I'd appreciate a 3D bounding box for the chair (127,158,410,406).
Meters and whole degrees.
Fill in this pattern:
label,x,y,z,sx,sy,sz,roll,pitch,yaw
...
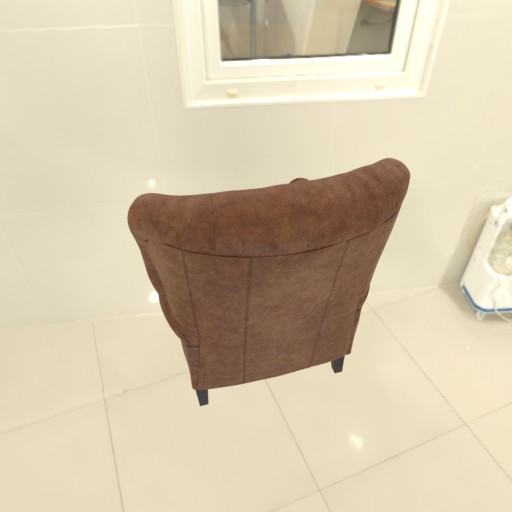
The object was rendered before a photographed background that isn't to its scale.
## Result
label,x,y,z,sx,sy,sz,roll,pitch,yaw
chair,0.000,0.000,1.934,0.951,1.164,1.059,-10,42,-11
